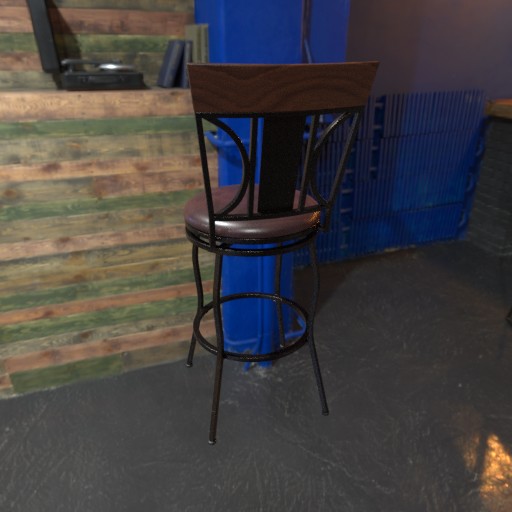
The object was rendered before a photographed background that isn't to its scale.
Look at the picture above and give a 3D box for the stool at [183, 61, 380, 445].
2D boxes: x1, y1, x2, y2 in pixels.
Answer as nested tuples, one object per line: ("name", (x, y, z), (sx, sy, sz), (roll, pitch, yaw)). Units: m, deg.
("stool", (0.000, 0.000, 1.397), (0.448, 1.130, 0.513), (-8, 26, -16))
